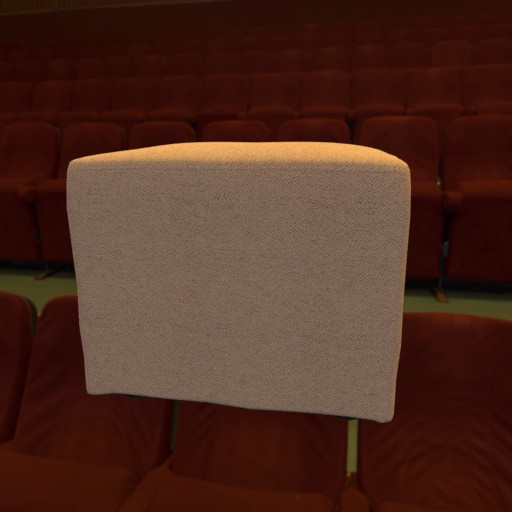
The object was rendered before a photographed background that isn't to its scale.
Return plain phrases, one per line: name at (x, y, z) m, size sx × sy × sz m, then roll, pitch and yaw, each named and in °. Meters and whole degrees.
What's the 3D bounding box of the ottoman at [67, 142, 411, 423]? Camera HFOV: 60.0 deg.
ottoman at (0.000, 0.000, 0.909) m, size 0.521 × 0.453 × 0.512 m, roll 2°, pitch 14°, yaw 10°
